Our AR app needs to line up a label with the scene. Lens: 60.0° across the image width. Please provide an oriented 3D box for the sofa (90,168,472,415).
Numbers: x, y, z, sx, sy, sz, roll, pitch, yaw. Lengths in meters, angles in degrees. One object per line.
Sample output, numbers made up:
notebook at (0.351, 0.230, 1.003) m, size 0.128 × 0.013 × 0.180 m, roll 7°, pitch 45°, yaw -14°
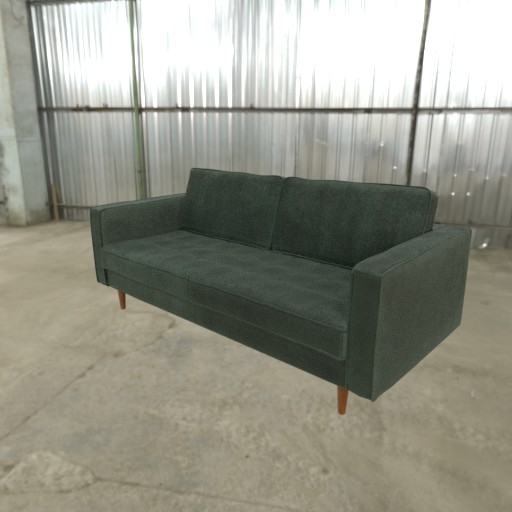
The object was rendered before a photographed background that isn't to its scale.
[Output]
sofa at (0.000, 0.000, 2.256) m, size 1.816 × 0.781 × 0.886 m, roll 14°, pitch 21°, yaw 40°
